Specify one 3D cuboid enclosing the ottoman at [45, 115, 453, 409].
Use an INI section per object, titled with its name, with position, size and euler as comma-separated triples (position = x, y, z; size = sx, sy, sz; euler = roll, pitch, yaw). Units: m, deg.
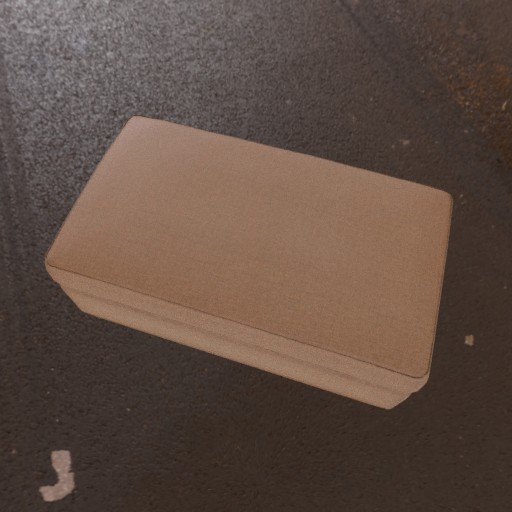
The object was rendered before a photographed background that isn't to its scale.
[ottoman]
position = 0.000, 0.000, 1.445
size = 1.097, 0.448, 0.617
euler = 16, 64, 8
